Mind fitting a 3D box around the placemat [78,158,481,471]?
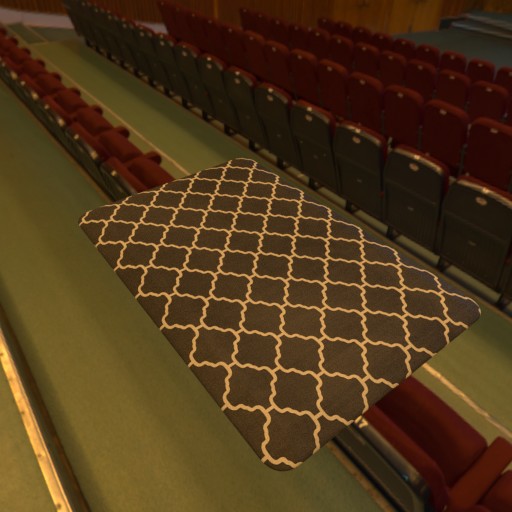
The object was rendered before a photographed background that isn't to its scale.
[{"bbox_3d":[0.000,0.000,0.932,0.508,0.021,0.762,-26,47,-28],"label":"placemat"}]
